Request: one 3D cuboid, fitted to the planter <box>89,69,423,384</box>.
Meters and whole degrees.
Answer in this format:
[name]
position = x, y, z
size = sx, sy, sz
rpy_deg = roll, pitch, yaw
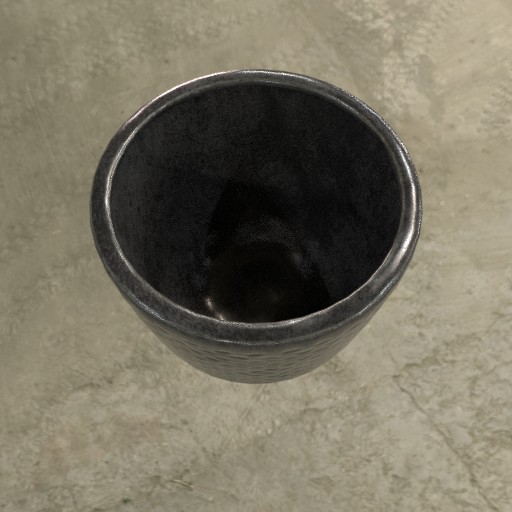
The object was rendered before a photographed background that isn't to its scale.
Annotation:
[planter]
position = 0.000, 0.000, 0.345
size = 0.197, 0.191, 0.197
rpy_deg = 0, 63, 0
